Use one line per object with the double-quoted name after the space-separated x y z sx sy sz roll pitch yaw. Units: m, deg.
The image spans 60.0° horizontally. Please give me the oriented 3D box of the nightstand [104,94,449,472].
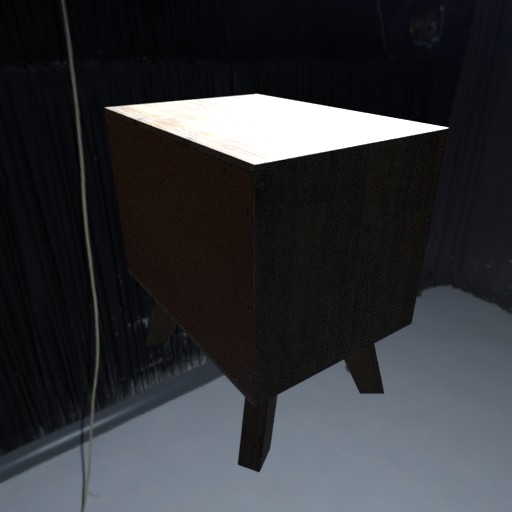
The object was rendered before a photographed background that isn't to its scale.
0.000 0.000 0.968 0.396 0.589 0.552 -18 32 -31 "nightstand"
